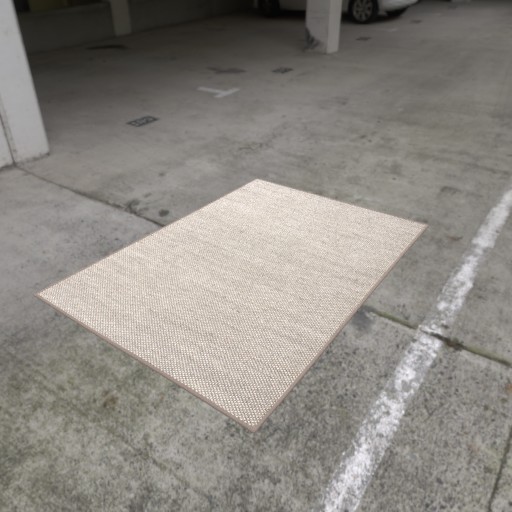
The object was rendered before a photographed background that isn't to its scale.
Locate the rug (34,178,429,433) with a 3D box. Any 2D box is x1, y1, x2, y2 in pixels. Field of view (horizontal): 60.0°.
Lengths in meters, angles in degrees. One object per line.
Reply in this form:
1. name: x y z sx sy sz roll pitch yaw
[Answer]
1. rug: 0.000 0.000 2.798 1.517 0.013 2.115 21 37 30
